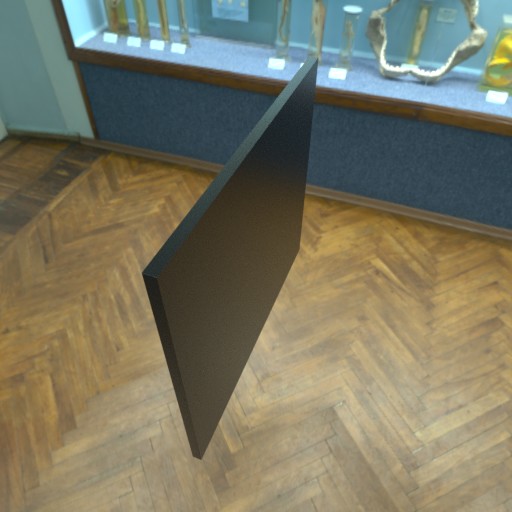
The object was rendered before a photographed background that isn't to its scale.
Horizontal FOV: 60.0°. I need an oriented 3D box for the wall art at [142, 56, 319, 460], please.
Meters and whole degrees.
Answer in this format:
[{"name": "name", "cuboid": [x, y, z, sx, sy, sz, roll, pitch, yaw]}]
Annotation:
[{"name": "wall art", "cuboid": [0.000, 0.000, 0.536, 0.012, 0.332, 0.383, 16, 48, 15]}]
